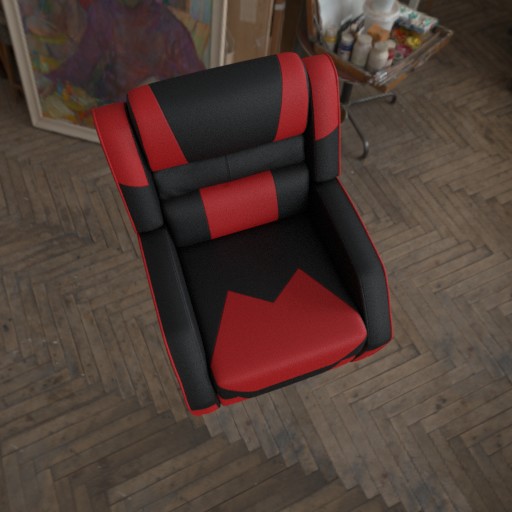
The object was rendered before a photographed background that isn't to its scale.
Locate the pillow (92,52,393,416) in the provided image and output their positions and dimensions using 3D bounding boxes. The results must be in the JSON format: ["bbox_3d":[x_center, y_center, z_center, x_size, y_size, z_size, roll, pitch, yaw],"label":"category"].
[{"bbox_3d":[0.000,0.000,1.274,0.620,0.805,0.672,-17,64,-8],"label":"pillow"}]
